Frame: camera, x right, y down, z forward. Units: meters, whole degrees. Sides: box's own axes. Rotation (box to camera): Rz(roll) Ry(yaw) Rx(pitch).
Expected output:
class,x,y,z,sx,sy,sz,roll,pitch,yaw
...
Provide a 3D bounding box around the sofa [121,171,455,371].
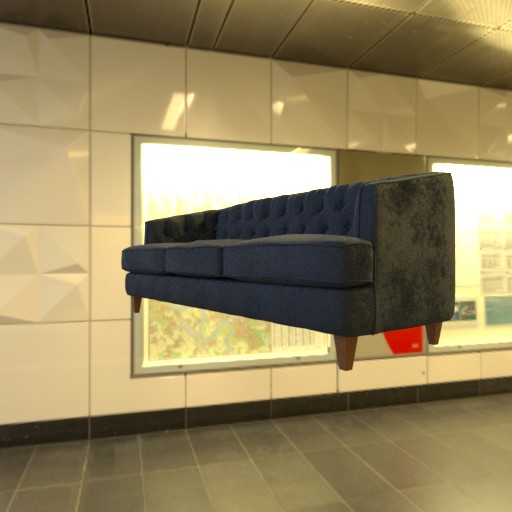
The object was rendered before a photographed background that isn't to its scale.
class,x,y,z,sx,sy,sz,roll,pitch,yaw
sofa,0.000,0.000,2.715,0.941,0.855,2.278,0,0,-36
